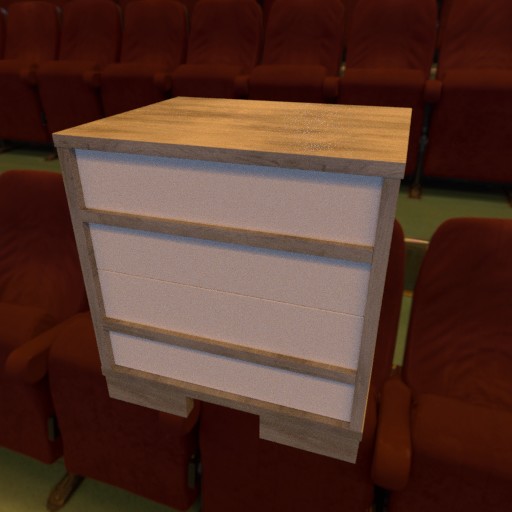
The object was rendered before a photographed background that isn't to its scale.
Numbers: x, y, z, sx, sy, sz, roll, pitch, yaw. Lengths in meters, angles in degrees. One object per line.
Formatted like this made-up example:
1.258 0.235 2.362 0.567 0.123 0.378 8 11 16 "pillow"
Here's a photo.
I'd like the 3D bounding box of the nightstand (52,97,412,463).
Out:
0.000 0.000 0.747 0.427 0.448 0.347 9 29 16 "nightstand"
